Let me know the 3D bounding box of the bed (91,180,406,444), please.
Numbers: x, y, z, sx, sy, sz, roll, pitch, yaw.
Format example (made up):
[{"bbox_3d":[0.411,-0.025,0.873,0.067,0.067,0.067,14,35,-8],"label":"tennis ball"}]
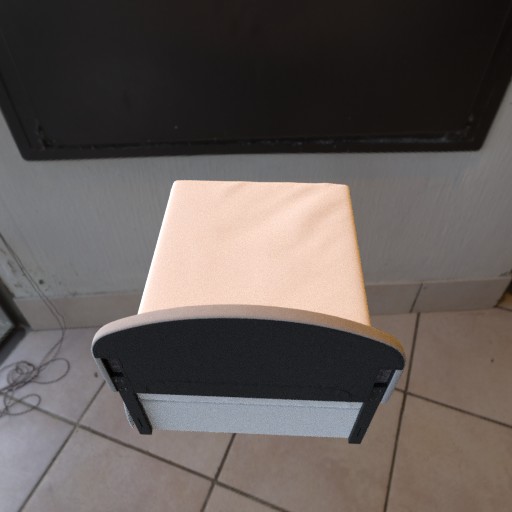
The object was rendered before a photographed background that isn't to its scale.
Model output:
[{"bbox_3d":[0.000,0.000,3.063,1.607,1.410,2.005,2,47,2],"label":"bed"}]
